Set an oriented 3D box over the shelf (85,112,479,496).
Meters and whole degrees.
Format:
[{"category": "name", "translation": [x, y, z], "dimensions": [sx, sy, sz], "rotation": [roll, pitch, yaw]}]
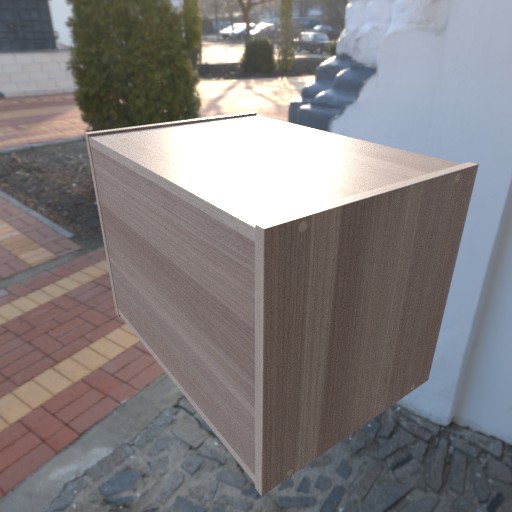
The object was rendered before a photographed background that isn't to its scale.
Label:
[{"category": "shelf", "translation": [0.000, 0.000, 0.618], "dimensions": [0.290, 0.305, 0.415], "rotation": [-19, 33, -32]}]
